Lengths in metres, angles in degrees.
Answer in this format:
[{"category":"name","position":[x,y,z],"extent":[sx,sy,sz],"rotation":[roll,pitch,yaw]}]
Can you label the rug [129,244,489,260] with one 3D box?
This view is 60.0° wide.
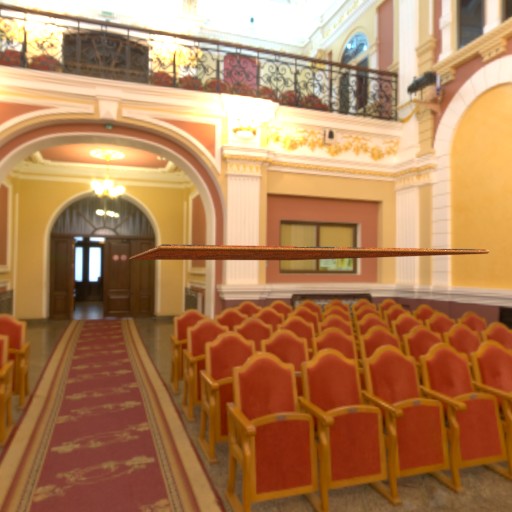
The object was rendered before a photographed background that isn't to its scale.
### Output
[{"category":"rug","position":[0.000,0.000,1.081],"extent":[0.557,0.008,0.863],"rotation":[0,-1,-18]}]
